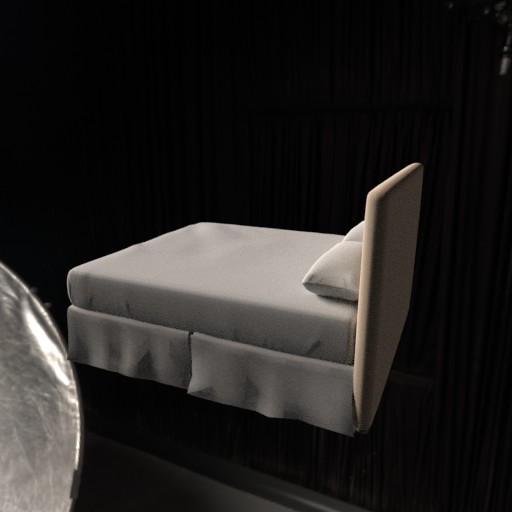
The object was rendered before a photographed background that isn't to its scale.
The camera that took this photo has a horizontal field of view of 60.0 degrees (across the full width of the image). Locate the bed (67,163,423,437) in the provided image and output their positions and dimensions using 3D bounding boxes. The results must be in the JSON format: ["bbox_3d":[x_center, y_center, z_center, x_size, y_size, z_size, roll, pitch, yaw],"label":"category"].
[{"bbox_3d":[0.000,0.000,3.337,2.142,1.330,1.884,7,18,24],"label":"bed"}]
